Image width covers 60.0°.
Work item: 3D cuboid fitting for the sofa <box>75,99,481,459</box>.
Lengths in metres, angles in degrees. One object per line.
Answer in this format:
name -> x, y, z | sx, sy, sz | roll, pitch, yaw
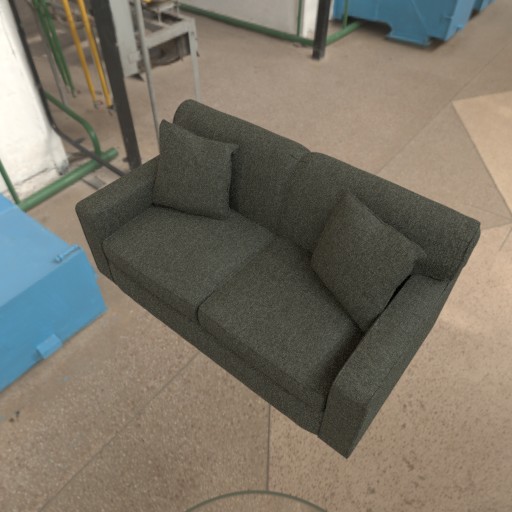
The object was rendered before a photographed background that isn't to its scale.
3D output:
sofa -> 0.000, 0.000, 2.396 | 1.846, 0.958, 0.998 | 30, 53, 26
